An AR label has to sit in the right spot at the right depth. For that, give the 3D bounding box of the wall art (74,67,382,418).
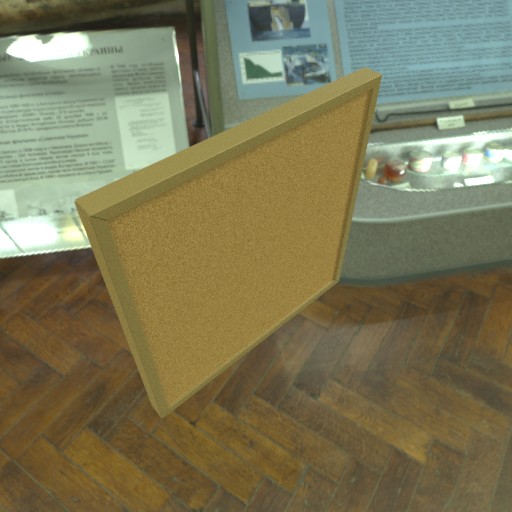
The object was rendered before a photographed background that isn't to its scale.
[{"bbox_3d":[0.000,0.000,0.780,0.509,0.509,0.036,-33,55,-27],"label":"wall art"}]
